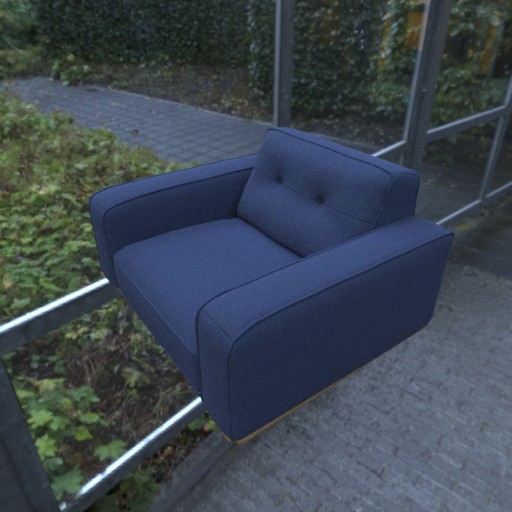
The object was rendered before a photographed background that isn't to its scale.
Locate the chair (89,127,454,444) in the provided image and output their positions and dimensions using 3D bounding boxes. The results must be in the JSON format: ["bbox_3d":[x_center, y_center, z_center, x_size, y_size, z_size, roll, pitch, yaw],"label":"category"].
[{"bbox_3d":[0.000,0.000,1.764,0.953,0.783,1.118,-20,37,-30],"label":"chair"}]
